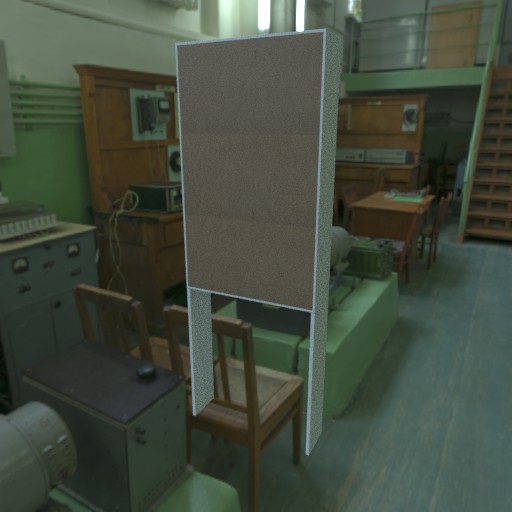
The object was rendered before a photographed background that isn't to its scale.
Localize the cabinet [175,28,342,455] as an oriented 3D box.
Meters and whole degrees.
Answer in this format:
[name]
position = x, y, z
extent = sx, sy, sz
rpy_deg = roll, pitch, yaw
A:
[cabinet]
position = 0.000, 0.000, 1.999
extent = 0.643, 1.770, 0.192
rpy_deg = 8, 19, 26
